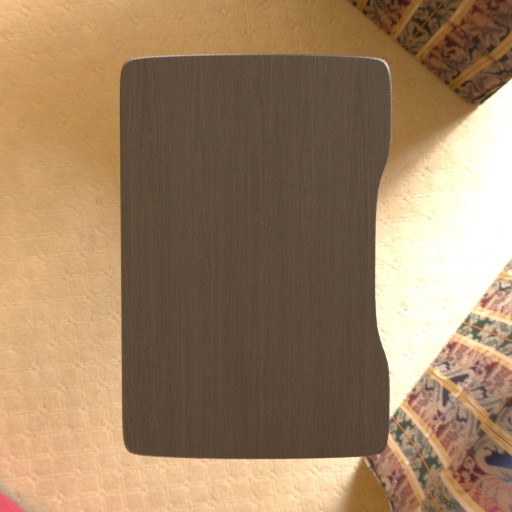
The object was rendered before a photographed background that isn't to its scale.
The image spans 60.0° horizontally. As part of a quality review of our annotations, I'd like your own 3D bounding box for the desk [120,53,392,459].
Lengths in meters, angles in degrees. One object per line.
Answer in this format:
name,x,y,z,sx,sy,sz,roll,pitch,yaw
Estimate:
desk,0.000,0.000,1.122,0.546,0.470,0.820,0,91,0
